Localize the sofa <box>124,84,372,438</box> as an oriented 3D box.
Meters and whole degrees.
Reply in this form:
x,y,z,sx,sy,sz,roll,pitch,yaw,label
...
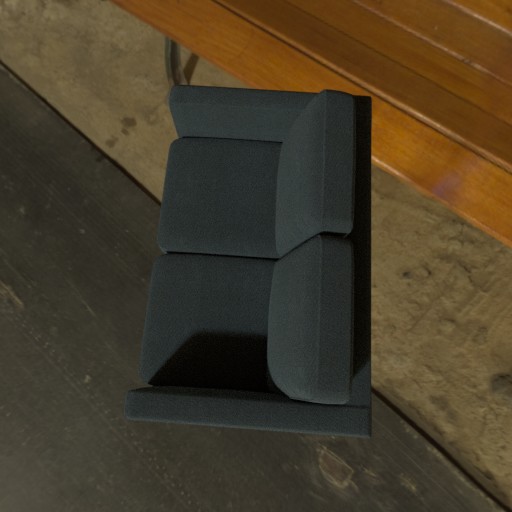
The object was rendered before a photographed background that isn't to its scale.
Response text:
x,y,z,sx,sy,sz,roll,pitch,yaw,label
0.000,0.000,2.135,0.999,0.930,1.518,4,74,1,sofa
